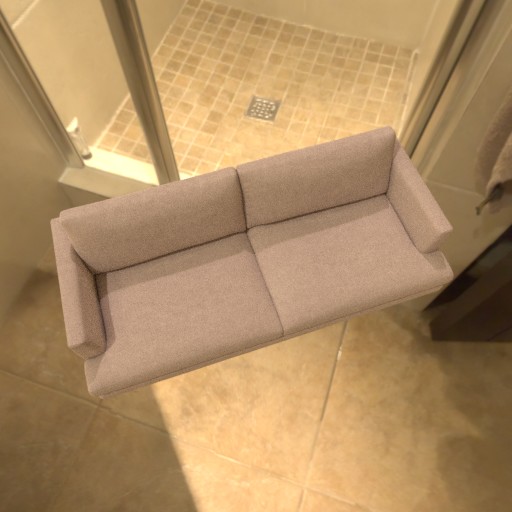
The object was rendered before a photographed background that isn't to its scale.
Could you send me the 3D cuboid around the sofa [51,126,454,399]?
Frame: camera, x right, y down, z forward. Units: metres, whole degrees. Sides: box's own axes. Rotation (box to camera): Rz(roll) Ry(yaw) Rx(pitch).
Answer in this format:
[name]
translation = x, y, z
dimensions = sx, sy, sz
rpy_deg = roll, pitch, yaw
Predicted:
[sofa]
translation = 0.000, 0.000, 2.753
dimensions = 2.250, 0.868, 1.020
rpy_deg = -16, 64, -8
